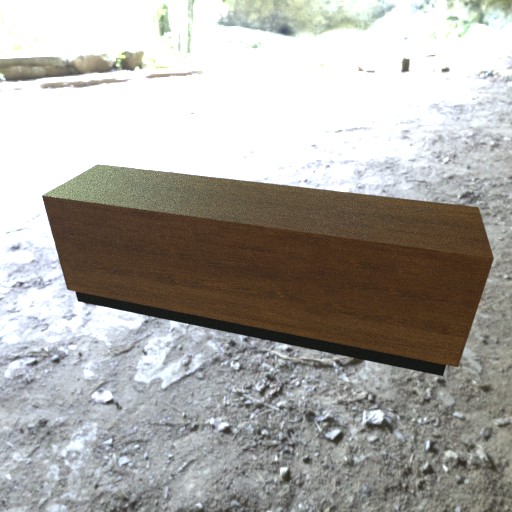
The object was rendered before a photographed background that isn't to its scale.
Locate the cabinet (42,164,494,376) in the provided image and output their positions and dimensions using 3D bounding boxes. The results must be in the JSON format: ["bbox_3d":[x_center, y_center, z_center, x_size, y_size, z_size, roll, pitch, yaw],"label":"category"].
[{"bbox_3d":[0.000,0.000,1.816,1.600,0.510,0.419,9,33,14],"label":"cabinet"}]
